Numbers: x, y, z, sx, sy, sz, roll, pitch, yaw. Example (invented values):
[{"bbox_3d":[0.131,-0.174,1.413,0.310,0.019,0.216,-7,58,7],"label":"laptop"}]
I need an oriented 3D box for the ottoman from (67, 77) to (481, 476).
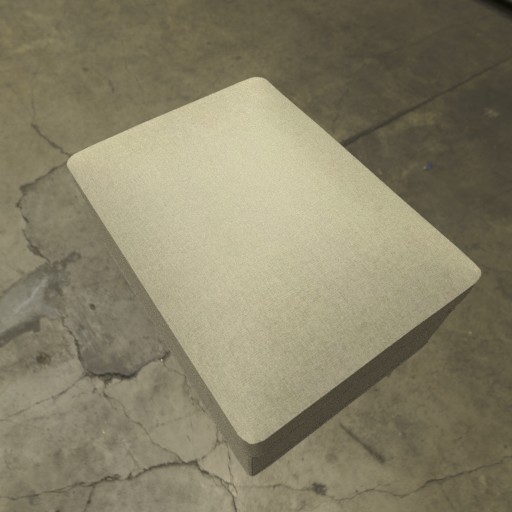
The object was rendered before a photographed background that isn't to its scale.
[{"bbox_3d":[0.000,0.000,1.189,0.619,0.504,0.843,-30,62,-18],"label":"ottoman"}]
